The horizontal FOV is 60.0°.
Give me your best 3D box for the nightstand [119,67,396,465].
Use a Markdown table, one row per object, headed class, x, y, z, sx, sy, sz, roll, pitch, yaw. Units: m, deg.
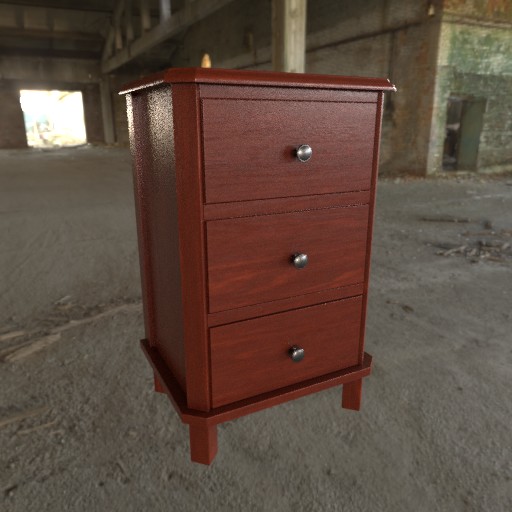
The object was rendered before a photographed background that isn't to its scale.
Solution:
| class | x | y | z | sx | sy | sz | roll | pitch | yaw |
| --- | --- | --- | --- | --- | --- | --- | --- | --- | --- |
| nightstand | 0.000 | 0.000 | 0.925 | 0.435 | 0.681 | 0.351 | -8 | 19 | -26 |
